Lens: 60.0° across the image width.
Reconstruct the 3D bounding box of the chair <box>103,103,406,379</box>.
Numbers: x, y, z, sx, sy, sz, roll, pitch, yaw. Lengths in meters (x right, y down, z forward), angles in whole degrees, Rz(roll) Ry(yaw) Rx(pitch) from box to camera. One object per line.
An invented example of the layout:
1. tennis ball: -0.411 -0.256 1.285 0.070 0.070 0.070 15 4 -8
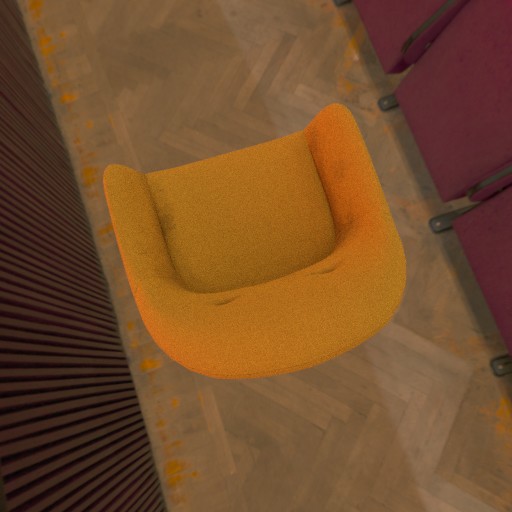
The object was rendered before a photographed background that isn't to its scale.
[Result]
1. chair: 0.000 0.000 1.102 0.545 0.775 0.565 -17 76 -4
